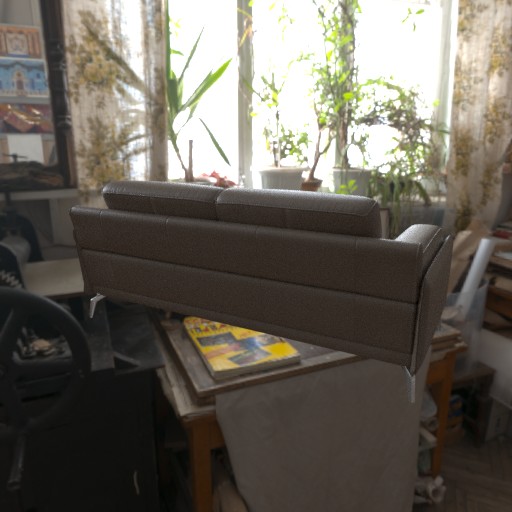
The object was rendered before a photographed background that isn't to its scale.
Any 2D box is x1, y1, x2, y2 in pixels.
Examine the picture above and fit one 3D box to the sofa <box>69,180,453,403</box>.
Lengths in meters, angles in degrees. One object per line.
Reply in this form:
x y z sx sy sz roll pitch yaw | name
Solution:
0.000 0.000 2.657 2.101 0.930 1.049 8 18 27 | sofa
